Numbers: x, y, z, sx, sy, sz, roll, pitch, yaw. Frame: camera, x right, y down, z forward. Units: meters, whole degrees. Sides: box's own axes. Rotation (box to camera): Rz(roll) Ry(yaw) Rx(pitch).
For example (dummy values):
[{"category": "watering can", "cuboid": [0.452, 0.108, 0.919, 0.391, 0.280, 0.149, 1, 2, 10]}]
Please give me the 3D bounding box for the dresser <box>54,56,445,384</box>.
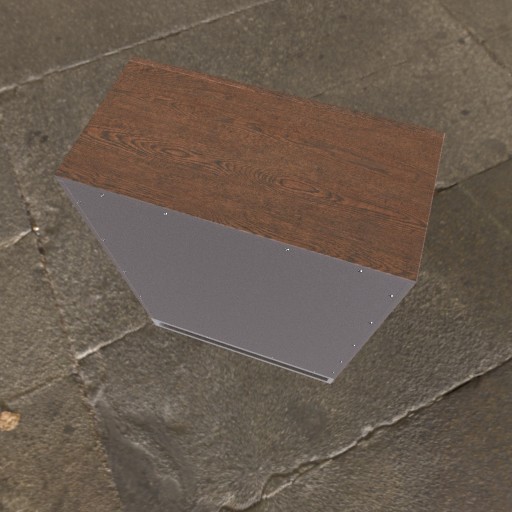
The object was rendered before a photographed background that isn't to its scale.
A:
[{"category": "dresser", "cuboid": [0.000, 0.000, 1.807, 0.965, 1.321, 0.508, 17, 65, 8]}]
